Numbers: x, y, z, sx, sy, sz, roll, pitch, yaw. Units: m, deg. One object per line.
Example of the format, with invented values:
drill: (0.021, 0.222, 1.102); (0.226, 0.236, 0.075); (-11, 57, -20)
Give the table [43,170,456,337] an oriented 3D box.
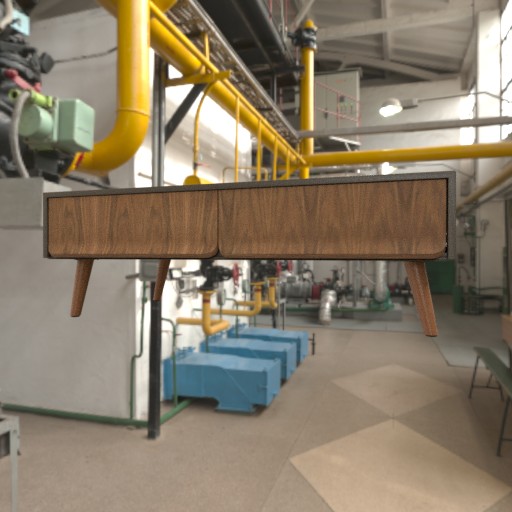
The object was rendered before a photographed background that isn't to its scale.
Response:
table: (0.000, 0.000, 1.539); (1.201, 0.404, 0.703); (0, 0, 18)
